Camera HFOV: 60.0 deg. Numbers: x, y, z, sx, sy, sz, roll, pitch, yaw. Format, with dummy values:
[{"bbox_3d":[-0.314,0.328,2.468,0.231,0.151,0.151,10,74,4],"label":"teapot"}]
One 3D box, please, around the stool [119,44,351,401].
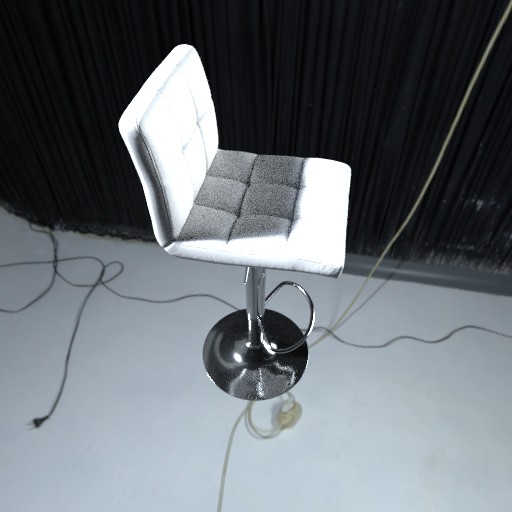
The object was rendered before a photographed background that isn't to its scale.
[{"bbox_3d":[0.000,0.000,1.380,0.505,1.115,0.430,8,47,7],"label":"stool"}]
